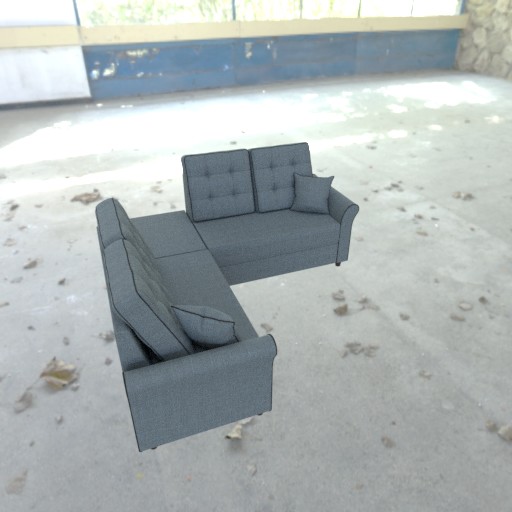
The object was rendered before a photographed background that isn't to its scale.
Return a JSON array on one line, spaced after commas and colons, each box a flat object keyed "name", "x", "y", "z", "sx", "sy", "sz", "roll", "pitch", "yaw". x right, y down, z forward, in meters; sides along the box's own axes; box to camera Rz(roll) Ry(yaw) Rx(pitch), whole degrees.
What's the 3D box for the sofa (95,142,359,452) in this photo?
[{"name": "sofa", "x": 0.000, "y": 0.000, "z": 3.203, "sx": 2.070, "sy": 0.988, "sz": 2.068, "roll": -11, "pitch": 33, "yaw": -18}]
